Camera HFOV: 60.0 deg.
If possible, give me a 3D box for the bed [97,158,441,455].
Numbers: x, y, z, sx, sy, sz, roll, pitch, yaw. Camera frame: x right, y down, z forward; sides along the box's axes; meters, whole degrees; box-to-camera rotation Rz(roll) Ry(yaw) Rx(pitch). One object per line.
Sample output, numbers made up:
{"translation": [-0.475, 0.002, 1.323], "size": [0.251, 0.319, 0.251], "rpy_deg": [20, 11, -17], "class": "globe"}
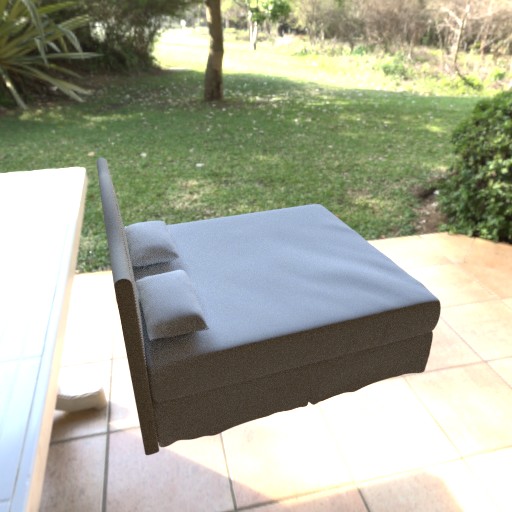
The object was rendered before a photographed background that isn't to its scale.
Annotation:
{"translation": [0.000, 0.000, 3.553], "size": [2.182, 1.421, 2.083], "rpy_deg": [-10, 31, -17], "class": "bed"}
